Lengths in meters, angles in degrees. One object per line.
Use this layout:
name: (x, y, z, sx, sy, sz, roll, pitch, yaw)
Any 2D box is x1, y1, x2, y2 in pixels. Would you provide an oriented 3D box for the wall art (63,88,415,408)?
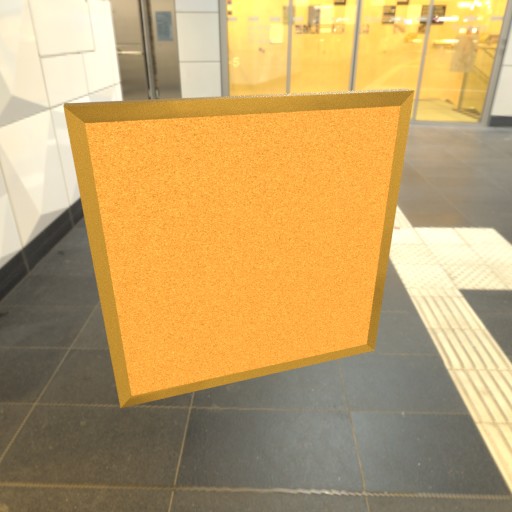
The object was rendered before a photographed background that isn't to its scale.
wall art: (0.000, 0.000, 1.115, 0.762, 0.762, 0.038, -8, 28, -16)
